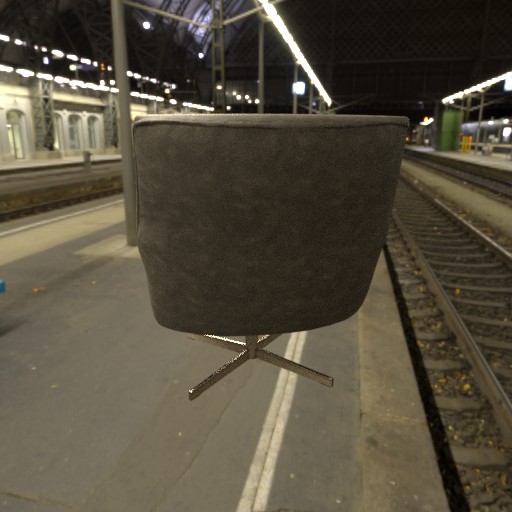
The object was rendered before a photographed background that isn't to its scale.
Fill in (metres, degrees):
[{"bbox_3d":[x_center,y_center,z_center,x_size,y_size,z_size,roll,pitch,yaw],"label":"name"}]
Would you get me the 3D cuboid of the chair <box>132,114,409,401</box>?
[{"bbox_3d":[0.000,0.000,1.483,0.738,0.870,0.874,-2,15,-9],"label":"chair"}]
